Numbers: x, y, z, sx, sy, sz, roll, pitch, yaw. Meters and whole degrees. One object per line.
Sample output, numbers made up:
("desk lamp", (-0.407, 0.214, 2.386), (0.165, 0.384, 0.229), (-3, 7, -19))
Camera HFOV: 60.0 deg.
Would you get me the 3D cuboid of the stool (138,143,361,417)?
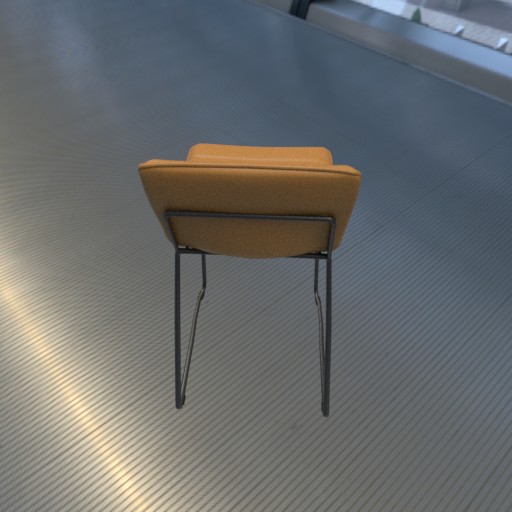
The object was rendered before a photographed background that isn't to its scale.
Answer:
("stool", (0.000, 0.000, 1.248), (0.489, 0.936, 0.524), (2, 46, 2))
